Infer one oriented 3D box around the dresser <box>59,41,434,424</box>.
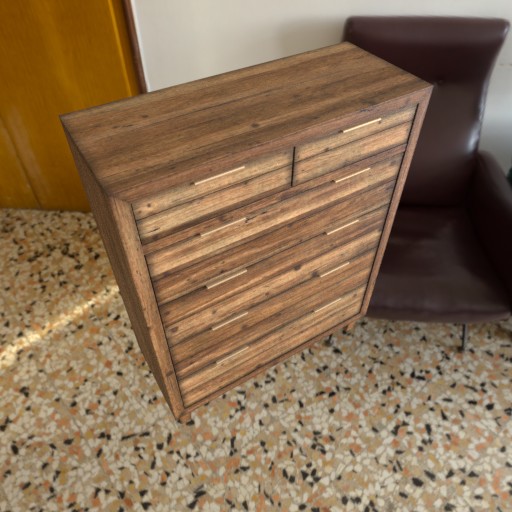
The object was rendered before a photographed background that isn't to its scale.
[{"bbox_3d":[0.000,0.000,1.830,1.067,1.359,0.438,-24,51,-21],"label":"dresser"}]
